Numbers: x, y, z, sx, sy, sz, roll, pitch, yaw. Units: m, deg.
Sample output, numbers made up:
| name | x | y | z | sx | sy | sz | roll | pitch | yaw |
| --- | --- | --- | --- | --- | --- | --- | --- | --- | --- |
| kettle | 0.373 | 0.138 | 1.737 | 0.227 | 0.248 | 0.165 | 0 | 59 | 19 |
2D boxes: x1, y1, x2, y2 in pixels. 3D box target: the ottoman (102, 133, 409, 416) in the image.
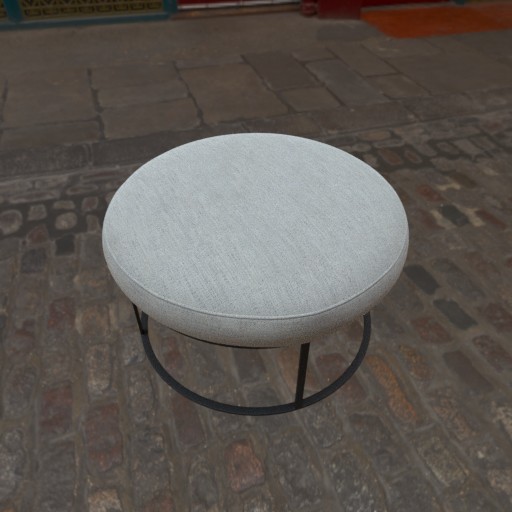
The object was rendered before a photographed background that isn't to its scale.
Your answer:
| name | x | y | z | sx | sy | sz | roll | pitch | yaw |
| --- | --- | --- | --- | --- | --- | --- | --- | --- | --- |
| ottoman | 0.000 | 0.000 | 1.234 | 0.769 | 0.459 | 0.769 | 0 | 42 | 0 |
